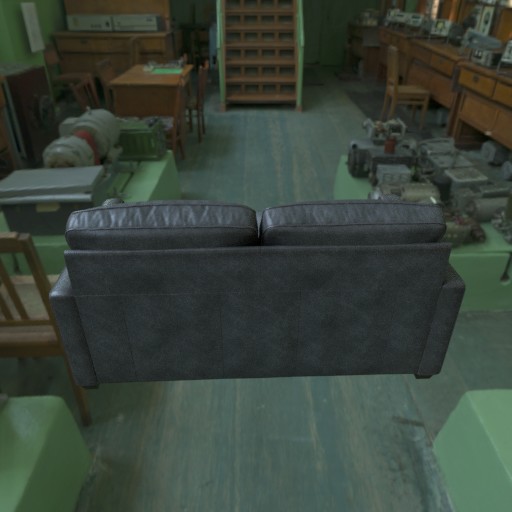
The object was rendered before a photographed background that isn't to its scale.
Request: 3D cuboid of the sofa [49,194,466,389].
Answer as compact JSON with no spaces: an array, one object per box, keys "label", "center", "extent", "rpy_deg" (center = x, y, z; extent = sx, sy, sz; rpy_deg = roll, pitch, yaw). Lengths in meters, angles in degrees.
[{"label":"sofa","center":[0.000,0.000,2.249],"extent":[1.732,0.916,0.939],"rpy_deg":[-1,32,-2]}]
